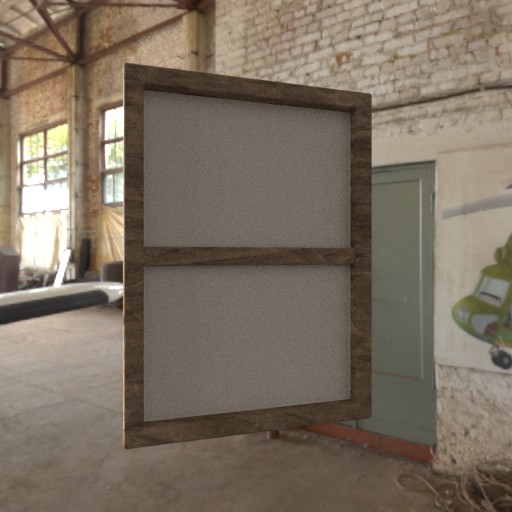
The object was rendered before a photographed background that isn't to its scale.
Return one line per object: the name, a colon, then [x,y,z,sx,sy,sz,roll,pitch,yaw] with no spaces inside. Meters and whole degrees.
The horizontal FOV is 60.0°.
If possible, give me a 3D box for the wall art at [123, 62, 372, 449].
wall art: [0.000,0.000,0.773,0.443,0.605,0.035,0,0,-18]
